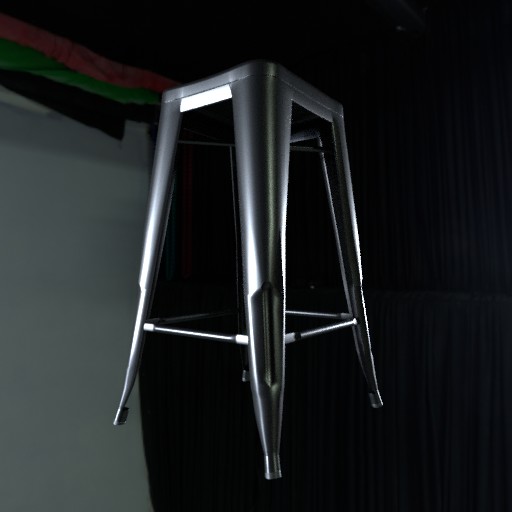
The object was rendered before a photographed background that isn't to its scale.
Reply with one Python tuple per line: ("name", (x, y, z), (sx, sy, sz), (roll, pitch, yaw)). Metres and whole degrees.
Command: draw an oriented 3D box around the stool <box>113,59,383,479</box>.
("stool", (0.000, 0.000, 0.855), (0.359, 0.609, 0.399), (-1, -1, 36))
